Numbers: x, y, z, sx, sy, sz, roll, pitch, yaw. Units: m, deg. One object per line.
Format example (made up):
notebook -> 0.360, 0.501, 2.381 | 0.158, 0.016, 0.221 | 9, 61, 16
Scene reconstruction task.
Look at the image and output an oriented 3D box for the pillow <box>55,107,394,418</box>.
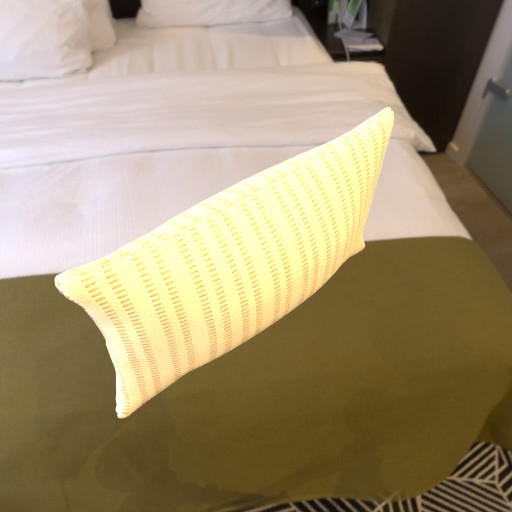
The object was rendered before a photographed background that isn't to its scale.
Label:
pillow -> 0.000, 0.000, 0.783 | 0.640, 0.353, 0.210 | -32, 54, -27
